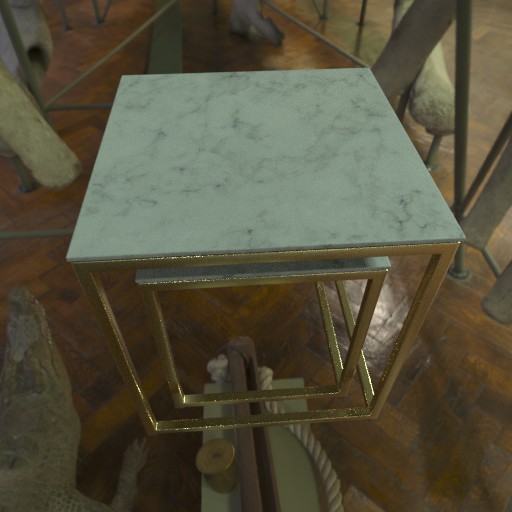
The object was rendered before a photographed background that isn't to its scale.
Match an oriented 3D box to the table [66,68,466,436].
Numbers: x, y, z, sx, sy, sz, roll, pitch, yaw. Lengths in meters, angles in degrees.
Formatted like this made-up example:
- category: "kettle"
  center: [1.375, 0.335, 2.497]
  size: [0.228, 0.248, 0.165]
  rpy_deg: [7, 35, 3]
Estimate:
- category: "table"
  center: [0.000, 0.000, 0.830]
  size: [0.450, 0.500, 0.450]
  rpy_deg: [-3, 47, -3]
